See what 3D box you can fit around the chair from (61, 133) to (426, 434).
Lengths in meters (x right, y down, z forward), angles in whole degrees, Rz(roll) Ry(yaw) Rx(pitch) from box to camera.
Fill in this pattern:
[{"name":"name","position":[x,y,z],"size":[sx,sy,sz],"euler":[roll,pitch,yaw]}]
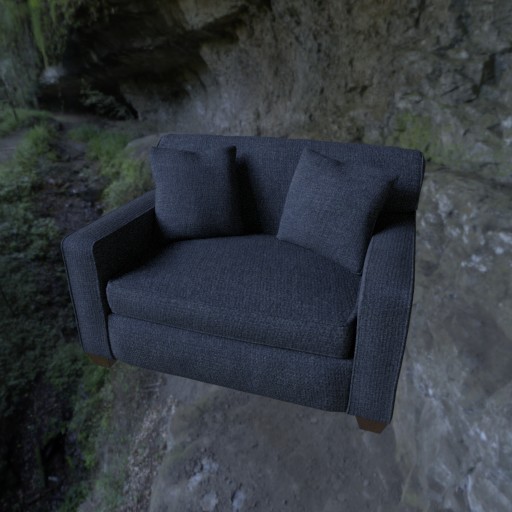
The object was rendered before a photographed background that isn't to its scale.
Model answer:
[{"name":"chair","position":[0.000,0.000,2.059],"size":[1.383,0.948,1.000],"euler":[8,27,17]}]
